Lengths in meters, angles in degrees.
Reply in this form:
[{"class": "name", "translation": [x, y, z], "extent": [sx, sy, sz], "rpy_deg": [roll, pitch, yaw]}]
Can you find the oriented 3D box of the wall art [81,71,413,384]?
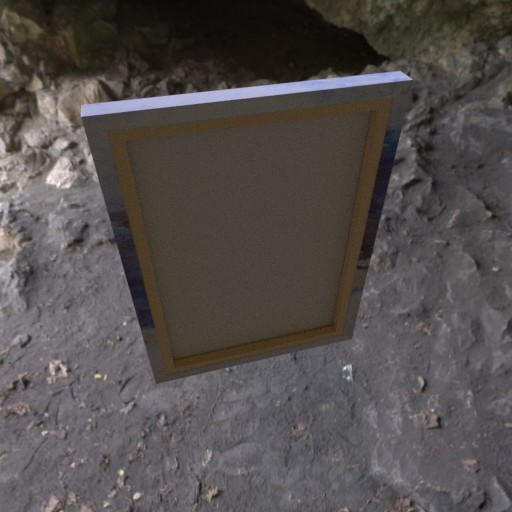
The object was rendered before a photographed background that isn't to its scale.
[{"class": "wall art", "translation": [0.000, 0.000, 0.773], "extent": [0.437, 0.581, 0.036], "rpy_deg": [-10, 43, -11]}]
